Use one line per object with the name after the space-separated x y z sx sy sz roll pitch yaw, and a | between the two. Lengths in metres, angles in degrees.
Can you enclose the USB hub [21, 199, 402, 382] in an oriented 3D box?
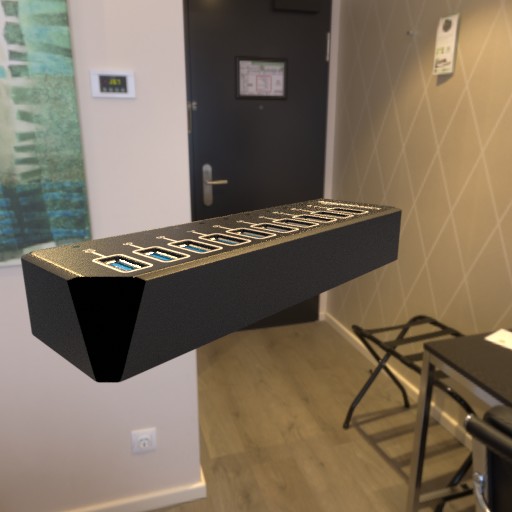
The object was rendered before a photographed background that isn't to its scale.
0.000 0.000 0.160 0.044 0.023 0.145 14 21 41 | USB hub
